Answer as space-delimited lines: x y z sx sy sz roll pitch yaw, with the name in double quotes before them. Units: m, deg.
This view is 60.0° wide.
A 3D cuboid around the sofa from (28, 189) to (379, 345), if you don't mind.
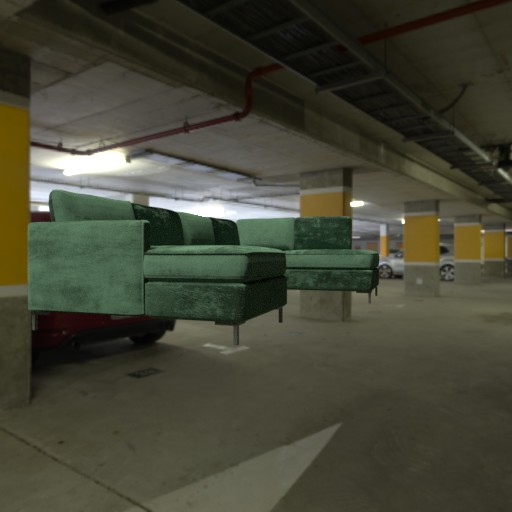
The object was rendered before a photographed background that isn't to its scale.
"sofa" 0.000 0.000 4.229 2.055 0.992 3.434 0 0 19
